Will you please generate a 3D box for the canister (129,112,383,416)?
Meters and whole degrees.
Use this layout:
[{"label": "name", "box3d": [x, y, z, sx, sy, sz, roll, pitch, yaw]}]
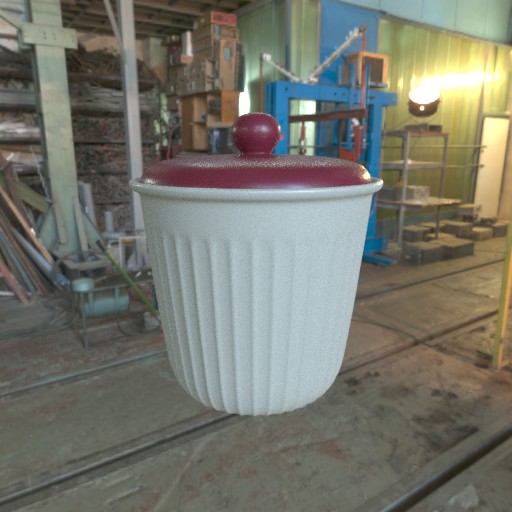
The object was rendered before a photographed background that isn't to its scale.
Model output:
[{"label": "canister", "box3d": [0.000, 0.000, 0.341, 0.181, 0.211, 0.181, 0, 14, 0]}]
